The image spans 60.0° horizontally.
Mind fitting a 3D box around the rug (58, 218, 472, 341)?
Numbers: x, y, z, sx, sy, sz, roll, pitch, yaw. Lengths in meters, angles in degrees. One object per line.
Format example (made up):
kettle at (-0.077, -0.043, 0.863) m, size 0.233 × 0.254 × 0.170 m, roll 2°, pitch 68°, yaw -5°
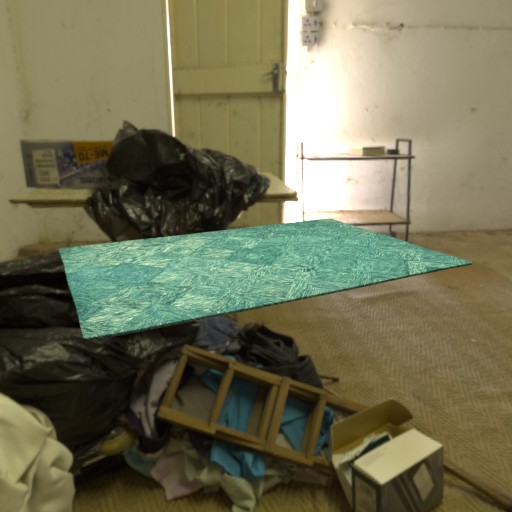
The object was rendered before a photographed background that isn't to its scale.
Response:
rug at (0.000, 0.000, 2.187) m, size 1.728 × 0.017 × 1.136 m, roll -8°, pitch 19°, yaw -26°
